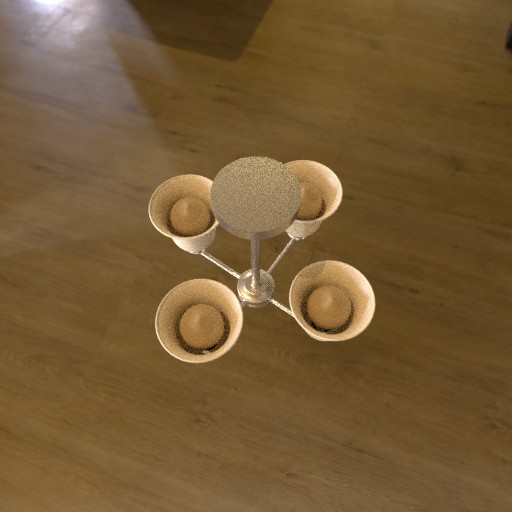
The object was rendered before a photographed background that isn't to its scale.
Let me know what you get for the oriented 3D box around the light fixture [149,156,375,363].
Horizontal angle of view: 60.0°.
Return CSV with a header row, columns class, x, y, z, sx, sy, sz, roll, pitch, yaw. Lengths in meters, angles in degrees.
class,x,y,z,sx,sy,sz,roll,pitch,yaw
light fixture,0.000,0.000,0.749,0.427,0.370,0.427,33,68,15
